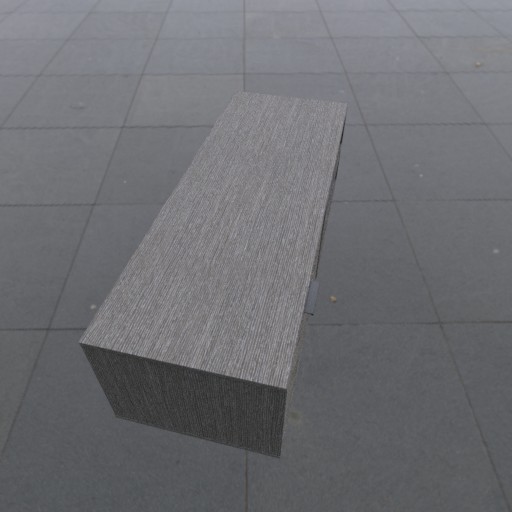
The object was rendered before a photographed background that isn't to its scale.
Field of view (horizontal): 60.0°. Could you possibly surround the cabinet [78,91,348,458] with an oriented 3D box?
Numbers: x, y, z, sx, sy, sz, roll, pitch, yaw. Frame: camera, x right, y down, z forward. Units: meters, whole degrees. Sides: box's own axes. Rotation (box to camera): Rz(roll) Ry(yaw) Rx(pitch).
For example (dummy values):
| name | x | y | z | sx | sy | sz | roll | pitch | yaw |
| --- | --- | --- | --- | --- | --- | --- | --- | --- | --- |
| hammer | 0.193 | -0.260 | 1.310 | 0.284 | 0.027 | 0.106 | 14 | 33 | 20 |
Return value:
| name | x | y | z | sx | sy | sz | roll | pitch | yaw |
| --- | --- | --- | --- | --- | --- | --- | --- | --- | --- |
| cabinet | 0.000 | 0.000 | 1.608 | 0.500 | 0.599 | 1.300 | 10 | 46 | 10 |
